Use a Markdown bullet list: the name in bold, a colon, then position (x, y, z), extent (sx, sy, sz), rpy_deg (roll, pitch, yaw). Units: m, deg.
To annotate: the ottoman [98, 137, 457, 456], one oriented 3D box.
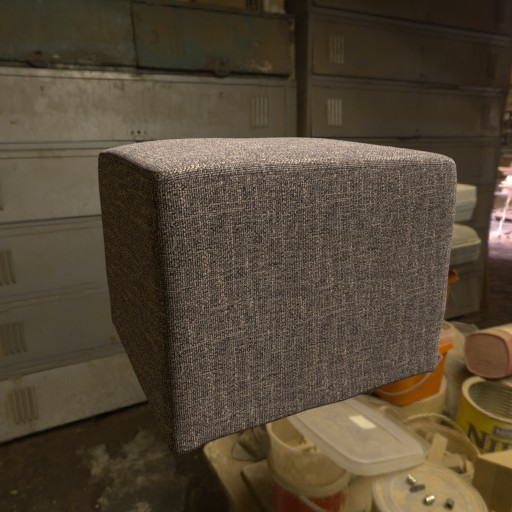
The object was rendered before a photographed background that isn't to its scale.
- **ottoman**: position (0.000, 0.000, 0.881), extent (0.521, 0.453, 0.512), rpy_deg (-8, 18, -25)
